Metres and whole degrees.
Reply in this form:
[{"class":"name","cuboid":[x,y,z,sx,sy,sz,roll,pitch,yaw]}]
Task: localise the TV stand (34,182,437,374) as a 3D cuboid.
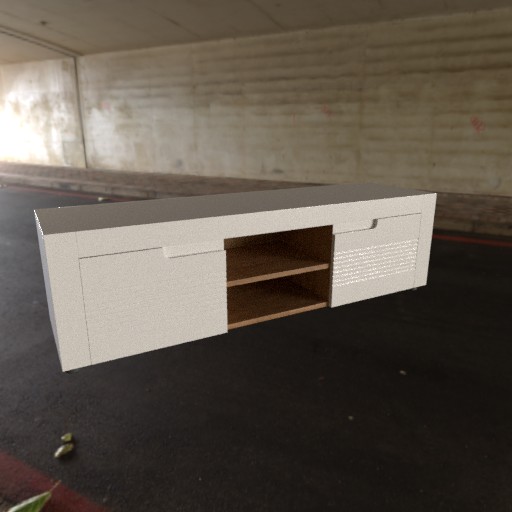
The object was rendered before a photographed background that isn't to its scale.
[{"class":"TV stand","cuboid":[0.000,0.000,1.747,1.500,0.440,0.410,-9,19,-27]}]
